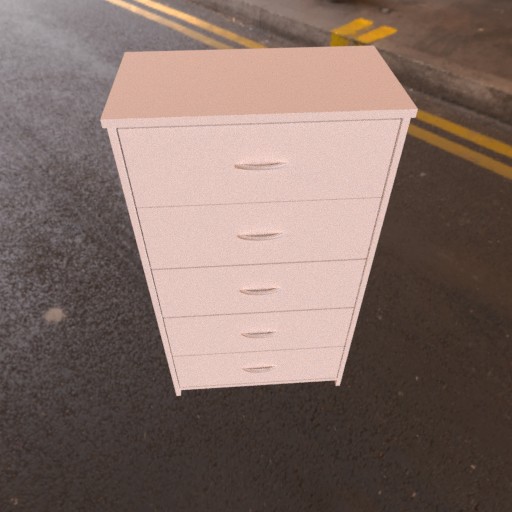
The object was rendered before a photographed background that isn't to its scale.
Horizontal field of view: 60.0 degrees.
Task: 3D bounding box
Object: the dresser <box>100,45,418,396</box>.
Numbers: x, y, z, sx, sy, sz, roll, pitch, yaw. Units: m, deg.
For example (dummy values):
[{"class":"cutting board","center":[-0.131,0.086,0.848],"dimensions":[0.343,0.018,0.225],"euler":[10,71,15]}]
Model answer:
[{"class":"dresser","center":[0.000,0.000,1.552],"dimensions":[0.704,1.255,0.399],"euler":[-3,45,-3]}]
